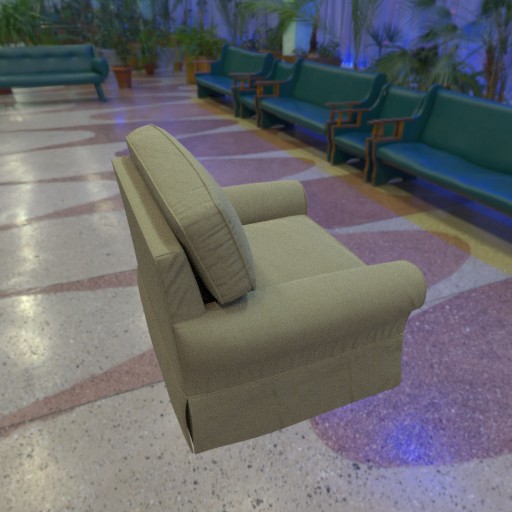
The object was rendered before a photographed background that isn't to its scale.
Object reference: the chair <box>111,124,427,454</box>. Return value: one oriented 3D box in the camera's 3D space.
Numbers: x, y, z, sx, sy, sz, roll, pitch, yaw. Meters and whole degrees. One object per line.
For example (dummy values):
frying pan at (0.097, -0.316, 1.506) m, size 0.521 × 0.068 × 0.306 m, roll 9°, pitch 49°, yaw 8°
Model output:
chair at (0.000, 0.000, 1.908) m, size 0.988 × 1.017 × 1.135 m, roll -12°, pitch 33°, yaw -19°
